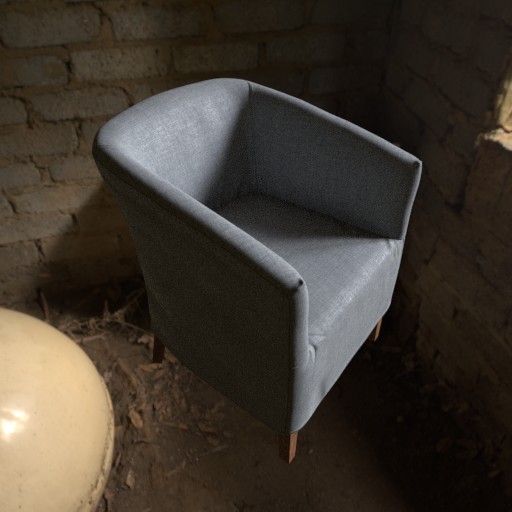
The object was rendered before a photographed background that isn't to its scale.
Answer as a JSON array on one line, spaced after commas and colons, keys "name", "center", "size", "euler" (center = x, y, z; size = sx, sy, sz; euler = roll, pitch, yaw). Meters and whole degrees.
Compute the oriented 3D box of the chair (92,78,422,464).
[{"name": "chair", "center": [0.000, 0.000, 1.252], "size": [0.668, 0.771, 0.600], "euler": [26, 47, 27]}]
